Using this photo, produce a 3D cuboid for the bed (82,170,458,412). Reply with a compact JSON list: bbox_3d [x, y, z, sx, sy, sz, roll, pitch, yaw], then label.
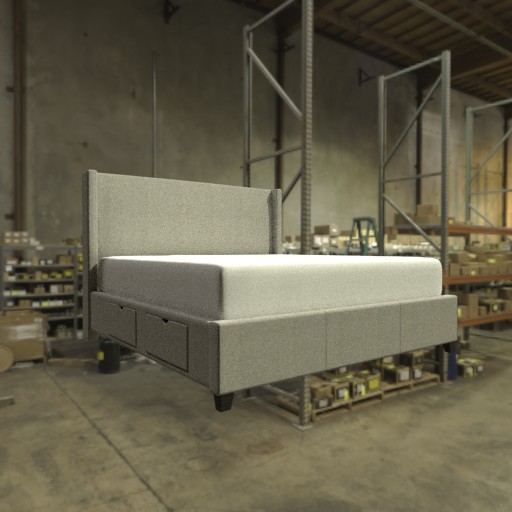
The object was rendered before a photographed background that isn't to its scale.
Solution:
[{"bbox_3d":[0.000,0.000,3.634,2.140,1.470,2.280,-1,1,-36],"label":"bed"}]
